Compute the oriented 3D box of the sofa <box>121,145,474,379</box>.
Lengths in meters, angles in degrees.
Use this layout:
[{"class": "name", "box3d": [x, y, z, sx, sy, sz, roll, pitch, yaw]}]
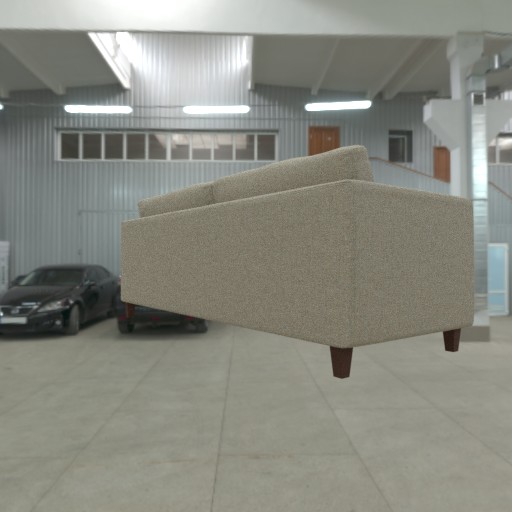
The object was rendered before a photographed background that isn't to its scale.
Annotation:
[{"class": "sofa", "box3d": [0.000, 0.000, 2.879, 0.951, 0.965, 2.434, 0, 0, -37]}]
